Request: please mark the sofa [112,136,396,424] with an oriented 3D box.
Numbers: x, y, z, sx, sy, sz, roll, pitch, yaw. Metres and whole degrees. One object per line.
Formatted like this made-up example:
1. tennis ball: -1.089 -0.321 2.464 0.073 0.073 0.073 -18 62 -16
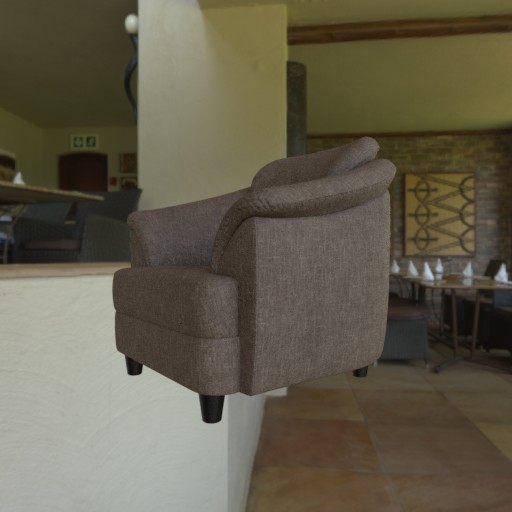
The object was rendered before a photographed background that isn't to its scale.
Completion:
1. sofa: 0.000 0.000 1.504 0.794 0.811 0.870 -1 1 -36
